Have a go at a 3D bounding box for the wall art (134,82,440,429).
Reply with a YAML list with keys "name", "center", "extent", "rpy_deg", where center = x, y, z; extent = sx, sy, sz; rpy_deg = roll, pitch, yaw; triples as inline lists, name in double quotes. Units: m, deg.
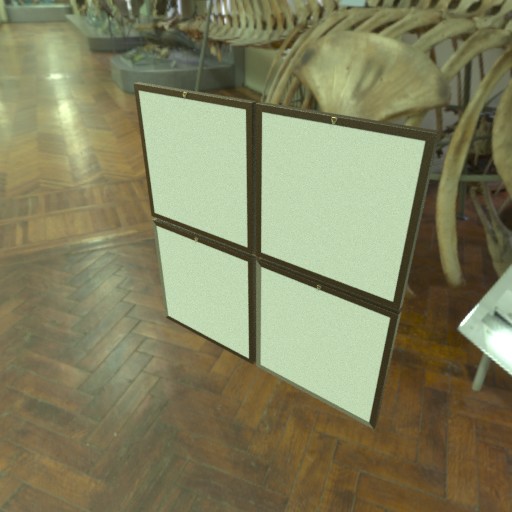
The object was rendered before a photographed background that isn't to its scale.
- name: "wall art"
  center: [0.000, 0.000, 1.540]
  extent: [1.032, 1.032, 0.030]
  rpy_deg: [21, 37, 30]
